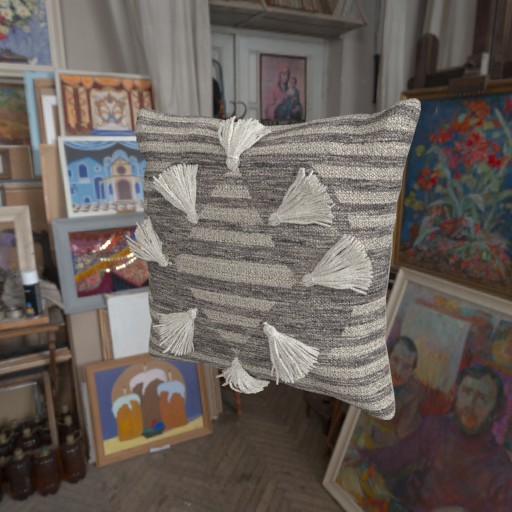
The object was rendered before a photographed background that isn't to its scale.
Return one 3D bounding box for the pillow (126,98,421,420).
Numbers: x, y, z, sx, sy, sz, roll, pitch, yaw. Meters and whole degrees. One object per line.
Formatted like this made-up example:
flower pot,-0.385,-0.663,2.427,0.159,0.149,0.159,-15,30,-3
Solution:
pillow,0.000,0.000,0.745,0.484,0.490,0.234,7,16,25
